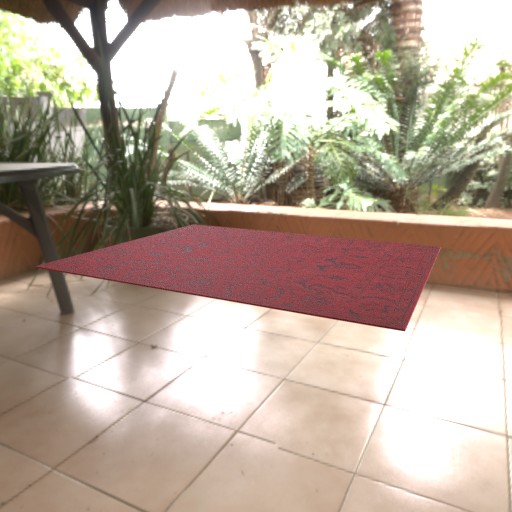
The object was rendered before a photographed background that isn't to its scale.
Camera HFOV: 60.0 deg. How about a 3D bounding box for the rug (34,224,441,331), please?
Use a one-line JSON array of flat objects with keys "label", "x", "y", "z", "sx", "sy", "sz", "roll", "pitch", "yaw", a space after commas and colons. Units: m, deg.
[{"label": "rug", "x": 0.000, "y": 0.000, "z": 4.002, "sx": 2.929, "sy": 0.012, "sz": 2.300, "roll": 7, "pitch": 15, "yaw": 26}]
